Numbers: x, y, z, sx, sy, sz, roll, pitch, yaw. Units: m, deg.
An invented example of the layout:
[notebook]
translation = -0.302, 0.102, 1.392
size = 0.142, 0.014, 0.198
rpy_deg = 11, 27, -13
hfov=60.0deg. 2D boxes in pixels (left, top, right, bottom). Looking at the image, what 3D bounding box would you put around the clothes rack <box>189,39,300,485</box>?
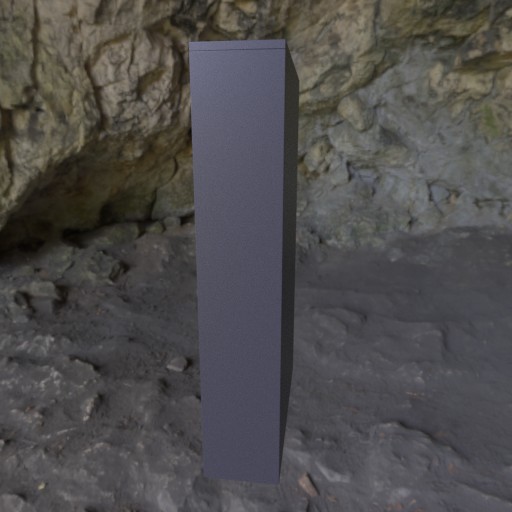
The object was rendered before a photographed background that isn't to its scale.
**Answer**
[clothes rack]
translation = 0.000, 0.000, 1.605
size = 0.250, 1.280, 0.750
rpy_deg = 2, 14, 8
